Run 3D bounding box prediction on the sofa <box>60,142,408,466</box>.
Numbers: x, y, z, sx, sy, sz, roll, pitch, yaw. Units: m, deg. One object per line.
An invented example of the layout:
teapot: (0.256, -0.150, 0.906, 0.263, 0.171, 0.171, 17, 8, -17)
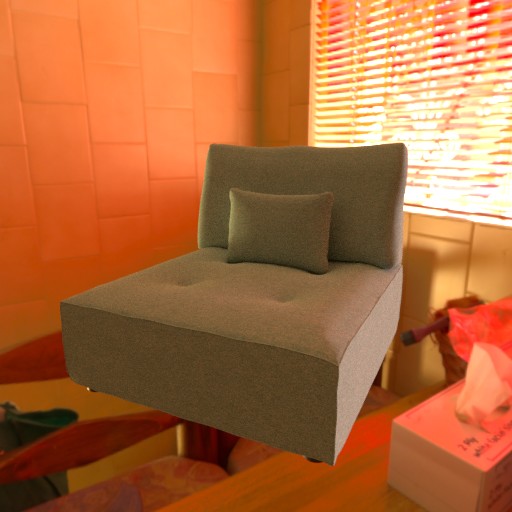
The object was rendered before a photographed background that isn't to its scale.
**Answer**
sofa: (0.000, 0.000, 1.642, 0.930, 0.820, 1.000, 7, 15, 25)
